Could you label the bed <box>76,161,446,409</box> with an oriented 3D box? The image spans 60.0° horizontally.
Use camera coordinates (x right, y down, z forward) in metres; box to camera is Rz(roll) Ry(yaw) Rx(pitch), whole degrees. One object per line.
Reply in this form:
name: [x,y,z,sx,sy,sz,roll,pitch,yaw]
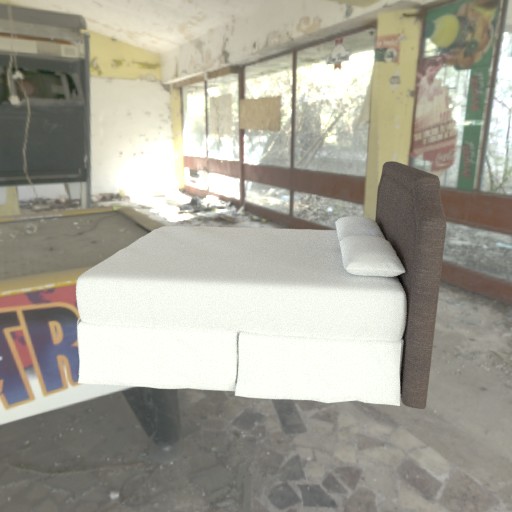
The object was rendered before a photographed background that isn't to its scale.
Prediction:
bed: [0.000,0.000,3.207,2.116,1.290,1.693,2,15,7]
